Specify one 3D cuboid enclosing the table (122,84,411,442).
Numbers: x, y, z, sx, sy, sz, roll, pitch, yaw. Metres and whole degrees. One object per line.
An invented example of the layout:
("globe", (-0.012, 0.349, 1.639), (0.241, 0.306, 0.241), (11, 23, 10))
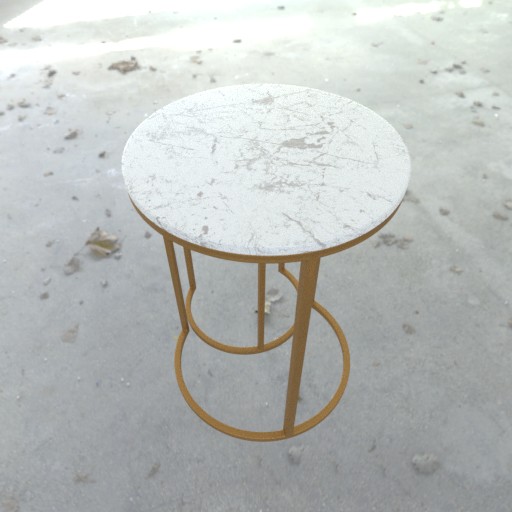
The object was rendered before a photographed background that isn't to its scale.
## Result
("table", (0.000, 0.000, 0.861), (0.400, 0.550, 0.507), (-11, 47, -10))
